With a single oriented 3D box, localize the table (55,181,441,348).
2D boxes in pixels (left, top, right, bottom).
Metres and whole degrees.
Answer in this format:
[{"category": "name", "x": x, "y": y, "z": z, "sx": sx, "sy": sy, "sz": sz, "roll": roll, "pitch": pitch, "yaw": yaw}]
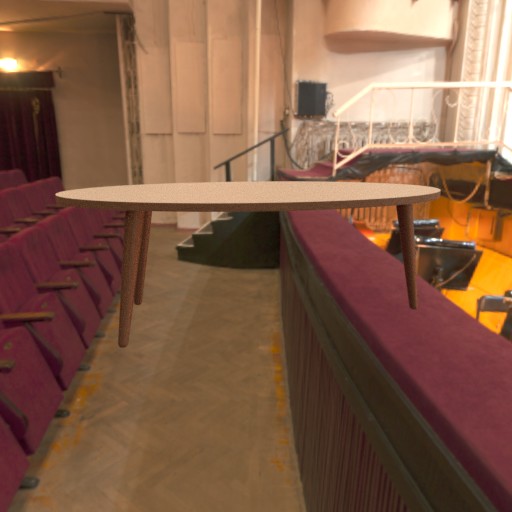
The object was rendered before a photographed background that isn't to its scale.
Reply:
[{"category": "table", "x": 0.000, "y": 0.000, "z": 1.316, "sx": 1.083, "sy": 0.390, "sz": 0.542, "roll": -2, "pitch": 15, "yaw": -7}]
